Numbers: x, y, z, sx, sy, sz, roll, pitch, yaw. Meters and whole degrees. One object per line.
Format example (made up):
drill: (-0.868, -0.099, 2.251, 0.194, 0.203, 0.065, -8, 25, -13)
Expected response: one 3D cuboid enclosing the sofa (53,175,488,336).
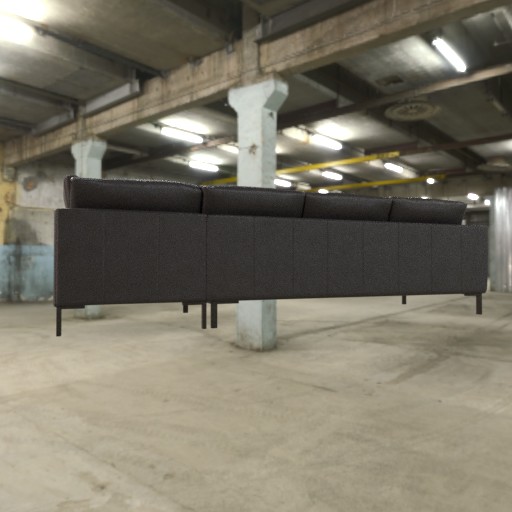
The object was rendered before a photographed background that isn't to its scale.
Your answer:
sofa: (0.000, 0.000, 3.673, 2.984, 0.877, 1.938, 0, -1, -20)
